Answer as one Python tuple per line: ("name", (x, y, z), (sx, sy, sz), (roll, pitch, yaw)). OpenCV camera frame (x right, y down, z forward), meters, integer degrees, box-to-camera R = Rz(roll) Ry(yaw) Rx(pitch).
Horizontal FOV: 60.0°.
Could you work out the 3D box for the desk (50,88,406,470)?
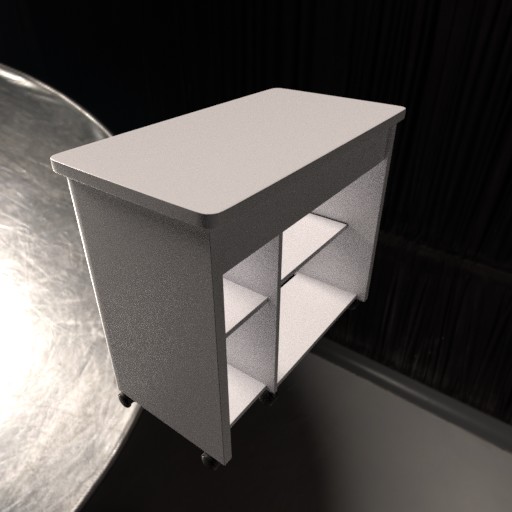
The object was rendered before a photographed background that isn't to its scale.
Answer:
("desk", (0.000, 0.000, 1.323), (0.475, 0.763, 0.877), (21, 38, 30))
